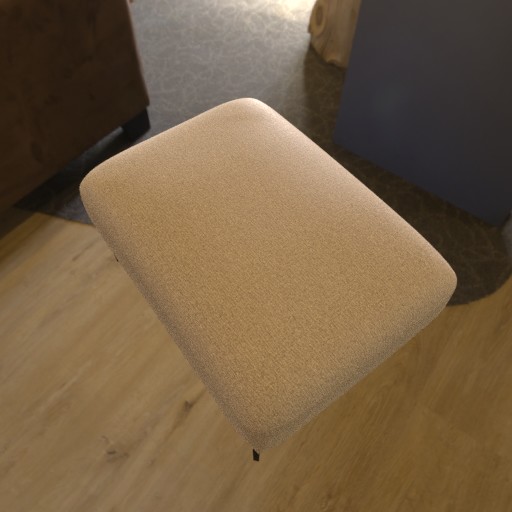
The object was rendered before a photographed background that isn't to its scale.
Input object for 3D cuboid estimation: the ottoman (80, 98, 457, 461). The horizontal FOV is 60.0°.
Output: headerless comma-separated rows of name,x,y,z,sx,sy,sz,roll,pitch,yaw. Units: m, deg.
ottoman,0.000,0.000,1.100,0.568,0.420,0.772,-32,62,-19
